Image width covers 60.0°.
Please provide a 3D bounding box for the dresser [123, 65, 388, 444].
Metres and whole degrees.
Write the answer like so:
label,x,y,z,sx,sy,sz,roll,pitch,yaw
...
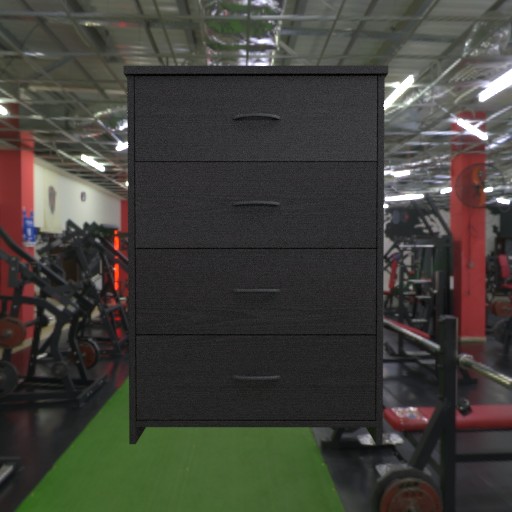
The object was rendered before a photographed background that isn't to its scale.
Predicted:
label,x,y,z,sx,sy,sz,roll,pitch,yaw
dresser,0.000,0.000,1.374,0.704,1.020,0.399,0,1,0
